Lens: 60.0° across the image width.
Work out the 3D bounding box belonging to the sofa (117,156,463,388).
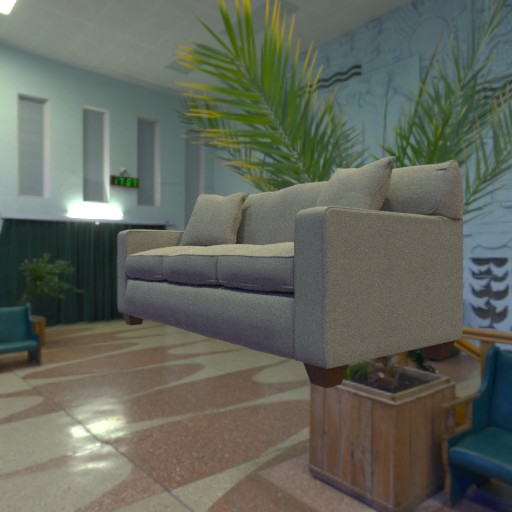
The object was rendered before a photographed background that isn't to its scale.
[{"bbox_3d":[0.000,0.000,2.605,0.997,0.958,2.024,0,0,-38],"label":"sofa"}]
